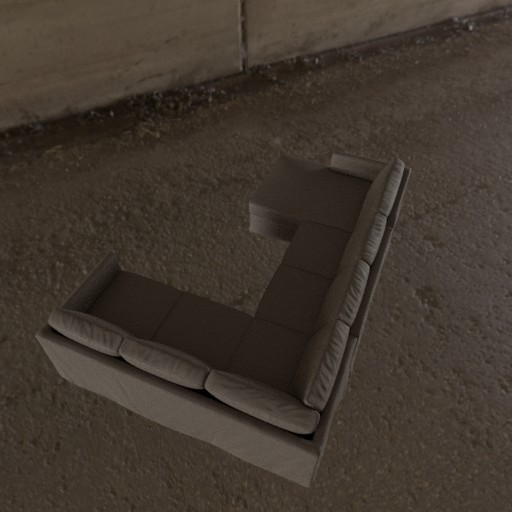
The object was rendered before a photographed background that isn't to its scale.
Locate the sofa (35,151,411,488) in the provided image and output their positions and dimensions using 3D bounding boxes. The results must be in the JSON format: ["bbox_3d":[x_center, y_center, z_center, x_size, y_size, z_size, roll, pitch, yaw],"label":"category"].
[{"bbox_3d":[0.000,0.000,4.514,2.476,0.878,3.528,18,50,15],"label":"sofa"}]
